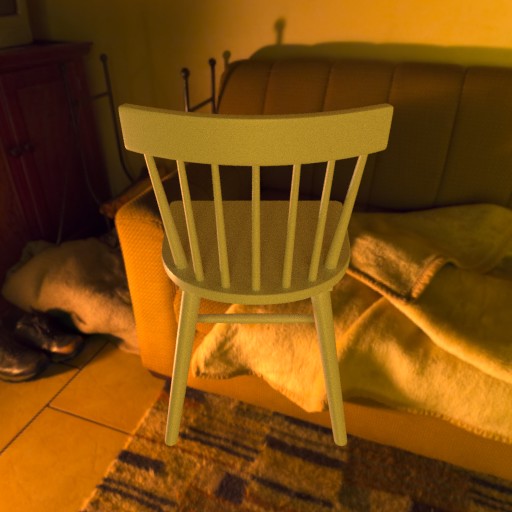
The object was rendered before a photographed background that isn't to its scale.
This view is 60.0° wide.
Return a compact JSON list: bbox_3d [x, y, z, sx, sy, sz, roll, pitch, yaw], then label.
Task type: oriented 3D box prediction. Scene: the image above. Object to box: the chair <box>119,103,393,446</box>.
[{"bbox_3d":[0.000,0.000,1.095,0.483,0.787,0.500,0,31,0],"label":"chair"}]
